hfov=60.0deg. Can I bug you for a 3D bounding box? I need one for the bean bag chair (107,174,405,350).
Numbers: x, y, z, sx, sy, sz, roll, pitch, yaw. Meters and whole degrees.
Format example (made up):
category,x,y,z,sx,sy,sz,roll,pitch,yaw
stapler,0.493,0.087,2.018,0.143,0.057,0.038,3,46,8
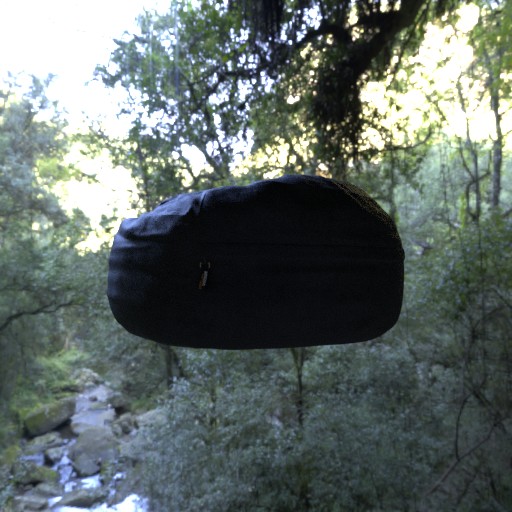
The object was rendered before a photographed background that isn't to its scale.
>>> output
category,x,y,z,sx,sy,sz,roll,pitch,yaw
bean bag chair,0.000,0.000,2.403,1.525,0.751,1.525,0,1,0
